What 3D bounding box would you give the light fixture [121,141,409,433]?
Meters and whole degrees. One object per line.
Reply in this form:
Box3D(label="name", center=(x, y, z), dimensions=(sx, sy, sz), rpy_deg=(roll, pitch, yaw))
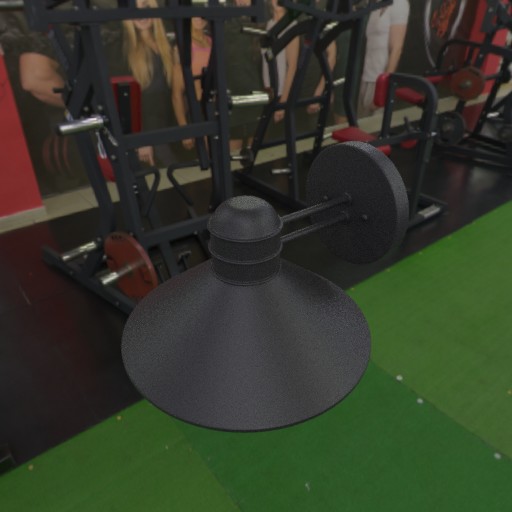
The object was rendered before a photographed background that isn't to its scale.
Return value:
Box3D(label="light fixture", center=(0.000, 0.000, 0.665), dimensions=(0.434, 0.265, 0.396), rpy_deg=(-21, 38, -30))
